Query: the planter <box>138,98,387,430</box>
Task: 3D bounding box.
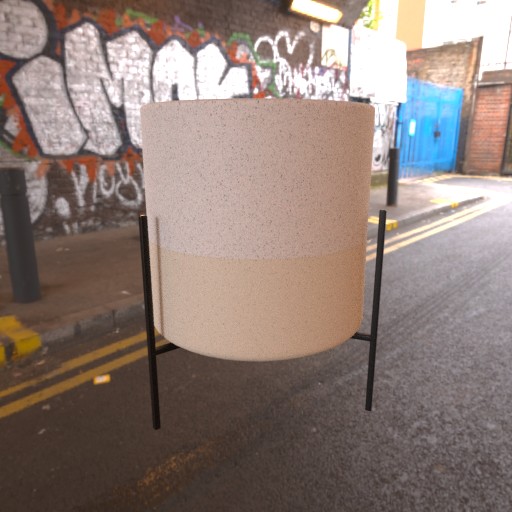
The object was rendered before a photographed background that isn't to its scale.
[{"bbox_3d":[0.000,0.000,0.665,0.313,0.423,0.335,-2,15,-8],"label":"planter"}]
